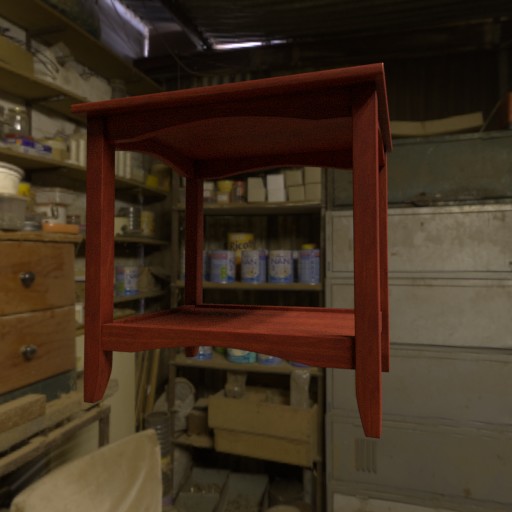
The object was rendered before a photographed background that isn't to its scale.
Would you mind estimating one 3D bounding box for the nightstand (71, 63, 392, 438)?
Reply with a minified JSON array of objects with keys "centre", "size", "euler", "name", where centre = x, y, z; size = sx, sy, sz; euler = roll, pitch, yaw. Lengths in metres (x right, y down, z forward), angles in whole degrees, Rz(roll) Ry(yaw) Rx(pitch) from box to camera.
[{"centre":[0.000,0.000,0.968],"size":[0.558,0.558,0.501],"euler":[0,-1,18],"name":"nightstand"}]
